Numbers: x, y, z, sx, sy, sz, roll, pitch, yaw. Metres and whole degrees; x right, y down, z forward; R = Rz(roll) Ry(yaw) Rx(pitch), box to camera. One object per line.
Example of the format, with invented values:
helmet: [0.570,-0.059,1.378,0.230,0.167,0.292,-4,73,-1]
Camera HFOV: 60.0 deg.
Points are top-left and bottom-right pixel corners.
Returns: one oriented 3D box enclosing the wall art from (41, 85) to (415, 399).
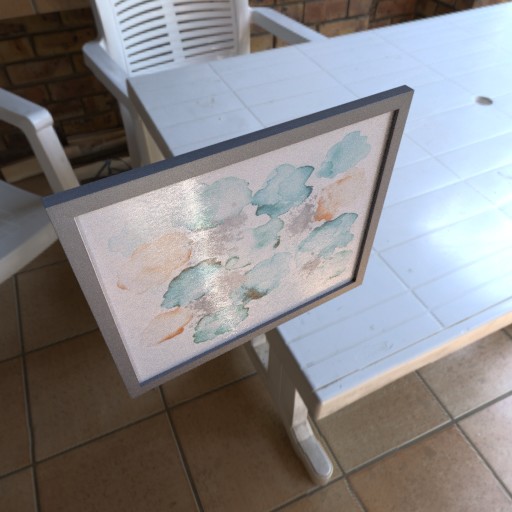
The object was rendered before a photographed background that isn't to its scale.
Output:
wall art: [0.000,0.000,0.909,0.660,0.558,0.026,-23,51,-20]
